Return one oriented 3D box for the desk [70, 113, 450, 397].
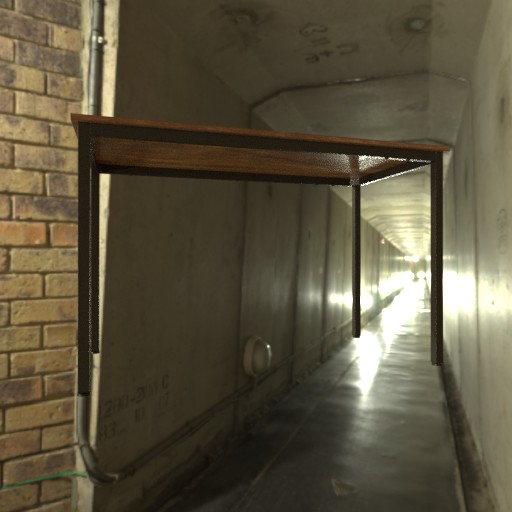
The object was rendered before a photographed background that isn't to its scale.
[{"bbox_3d":[0.000,0.000,1.619,1.200,0.749,0.600,0,0,-17],"label":"desk"}]
